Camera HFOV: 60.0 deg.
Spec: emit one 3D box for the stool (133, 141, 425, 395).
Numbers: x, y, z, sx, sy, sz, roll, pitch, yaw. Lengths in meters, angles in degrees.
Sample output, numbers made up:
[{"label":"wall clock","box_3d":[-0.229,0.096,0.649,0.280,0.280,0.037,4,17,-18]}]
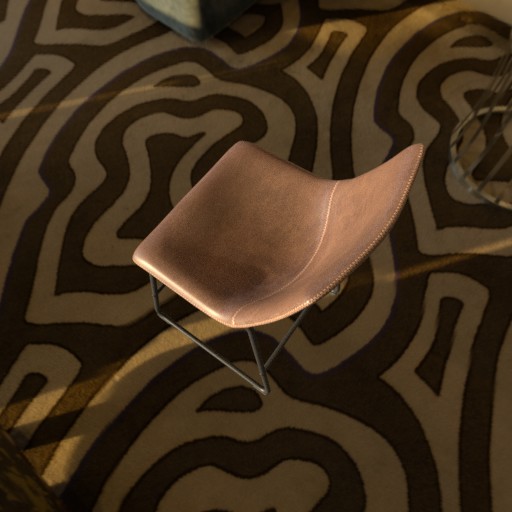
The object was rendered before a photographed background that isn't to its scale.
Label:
[{"label":"stool","box_3d":[0.000,0.000,1.184,0.550,0.890,0.460,33,68,15]}]
